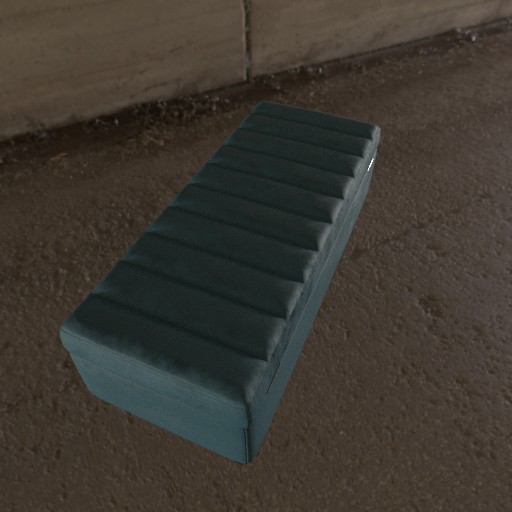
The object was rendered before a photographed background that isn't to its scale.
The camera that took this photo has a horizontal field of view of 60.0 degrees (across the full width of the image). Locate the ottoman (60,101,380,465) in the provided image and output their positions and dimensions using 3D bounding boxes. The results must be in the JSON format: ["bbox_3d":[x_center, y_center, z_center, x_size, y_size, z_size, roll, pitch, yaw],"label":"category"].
[{"bbox_3d":[0.000,0.000,1.415,0.482,0.469,1.151,18,49,16],"label":"ottoman"}]
